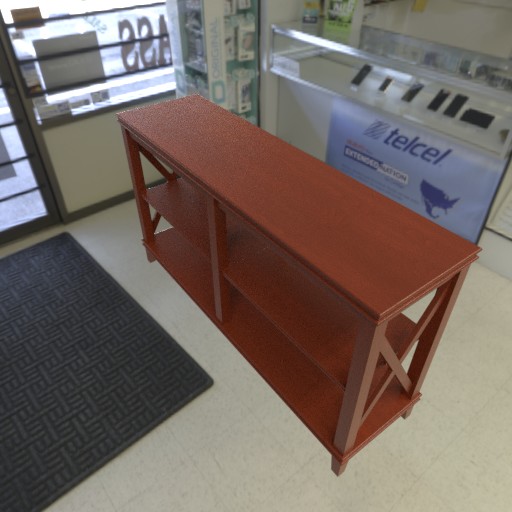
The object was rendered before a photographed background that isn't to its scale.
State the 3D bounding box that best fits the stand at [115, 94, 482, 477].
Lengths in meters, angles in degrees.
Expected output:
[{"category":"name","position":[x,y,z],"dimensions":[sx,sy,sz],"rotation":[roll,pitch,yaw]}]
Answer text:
[{"category":"stand","position":[0.000,0.000,1.677],"dimensions":[0.381,0.762,1.372],"rotation":[-25,46,-28]}]
